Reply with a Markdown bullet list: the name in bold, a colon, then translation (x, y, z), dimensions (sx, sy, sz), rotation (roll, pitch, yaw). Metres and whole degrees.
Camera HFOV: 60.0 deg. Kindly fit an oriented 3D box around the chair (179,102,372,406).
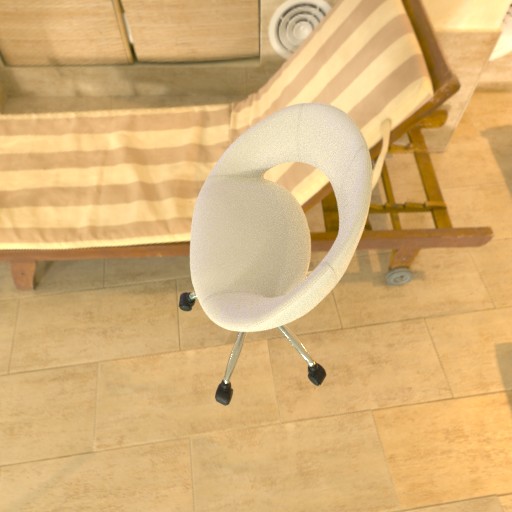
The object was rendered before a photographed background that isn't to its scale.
- **chair**: translation (0.000, 0.000, 1.222), dimensions (0.538, 0.791, 0.612), rotation (-2, 57, -1)
